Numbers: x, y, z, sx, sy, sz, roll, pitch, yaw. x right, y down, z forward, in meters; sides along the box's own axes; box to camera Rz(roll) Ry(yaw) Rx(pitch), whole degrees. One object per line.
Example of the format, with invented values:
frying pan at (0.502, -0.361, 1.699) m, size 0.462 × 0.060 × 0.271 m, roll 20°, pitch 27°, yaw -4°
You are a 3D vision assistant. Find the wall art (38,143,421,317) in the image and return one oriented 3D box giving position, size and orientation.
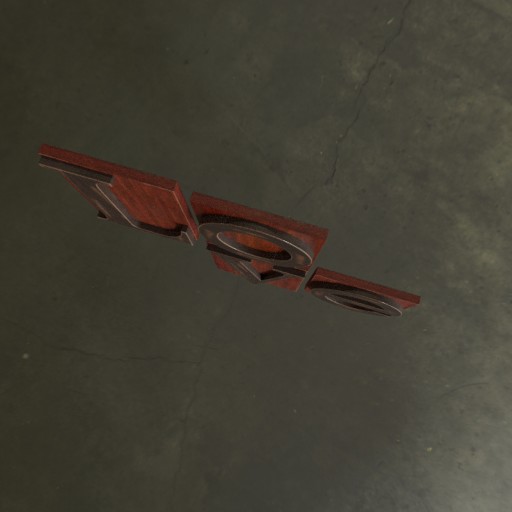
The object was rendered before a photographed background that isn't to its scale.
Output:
wall art at (0.000, 0.000, 0.840) m, size 0.635 × 0.497 × 0.030 m, roll 16°, pitch 77°, yaw 4°
